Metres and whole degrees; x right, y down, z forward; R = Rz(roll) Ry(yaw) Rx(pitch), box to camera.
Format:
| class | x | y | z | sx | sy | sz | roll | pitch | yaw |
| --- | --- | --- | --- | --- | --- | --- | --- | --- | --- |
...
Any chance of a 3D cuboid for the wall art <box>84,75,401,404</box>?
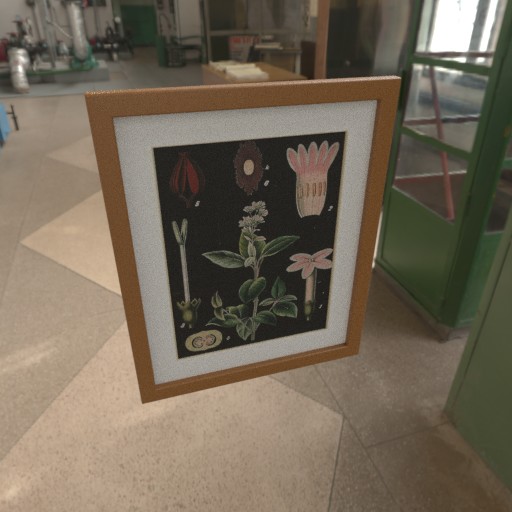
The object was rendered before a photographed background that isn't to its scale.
| class | x | y | z | sx | sy | sz | roll | pitch | yaw |
| --- | --- | --- | --- | --- | --- | --- | --- | --- | --- |
| wall art | 0.000 | 0.000 | 0.750 | 0.449 | 0.550 | 0.021 | -9 | 31 | -15 |
